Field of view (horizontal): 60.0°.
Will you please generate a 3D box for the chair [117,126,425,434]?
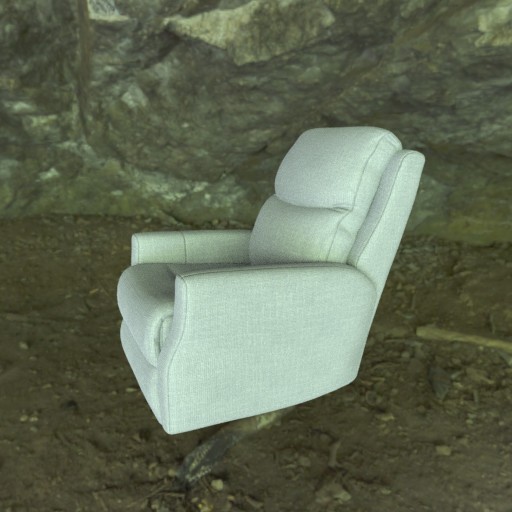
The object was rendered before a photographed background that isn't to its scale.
[{"bbox_3d":[0.000,0.000,1.832,1.080,1.030,0.829,-7,16,-25],"label":"chair"}]
